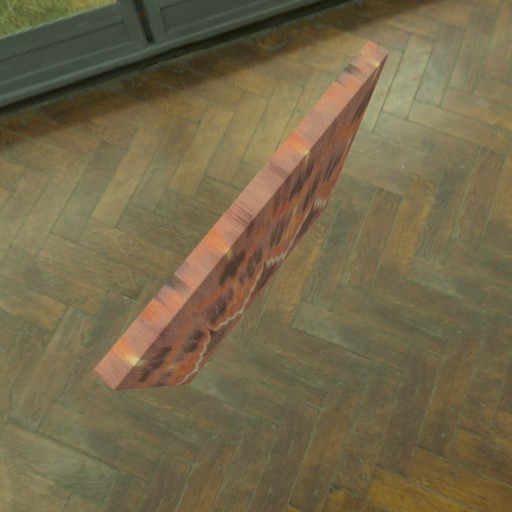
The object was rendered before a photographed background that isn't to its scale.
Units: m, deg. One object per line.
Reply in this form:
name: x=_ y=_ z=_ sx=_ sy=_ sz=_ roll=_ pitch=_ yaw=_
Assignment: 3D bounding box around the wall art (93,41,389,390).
wall art: x=0.000 y=0.000 z=0.888 sx=0.037 sy=0.609 sz=0.603 roll=36 pitch=78 yaw=9
